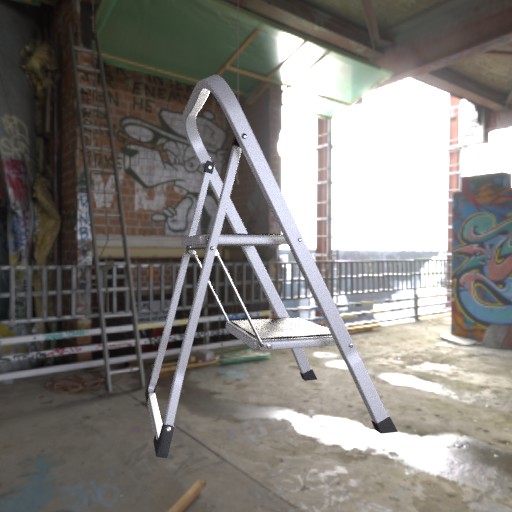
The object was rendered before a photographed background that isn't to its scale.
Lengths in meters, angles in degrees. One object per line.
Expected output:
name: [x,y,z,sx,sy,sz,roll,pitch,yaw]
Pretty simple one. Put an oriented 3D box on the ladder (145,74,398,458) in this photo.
ladder: [0.000,0.000,1.157,0.544,0.810,0.460,0,1,-17]
